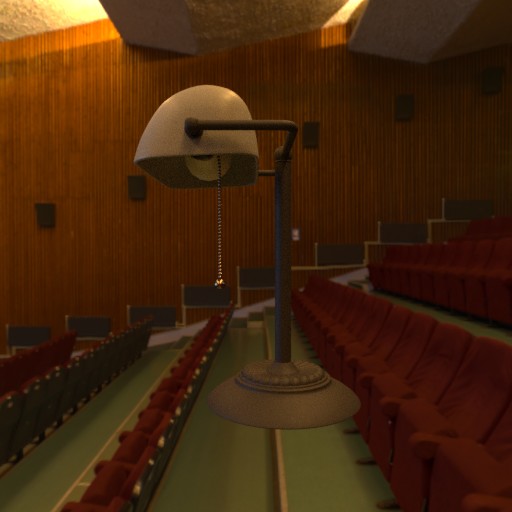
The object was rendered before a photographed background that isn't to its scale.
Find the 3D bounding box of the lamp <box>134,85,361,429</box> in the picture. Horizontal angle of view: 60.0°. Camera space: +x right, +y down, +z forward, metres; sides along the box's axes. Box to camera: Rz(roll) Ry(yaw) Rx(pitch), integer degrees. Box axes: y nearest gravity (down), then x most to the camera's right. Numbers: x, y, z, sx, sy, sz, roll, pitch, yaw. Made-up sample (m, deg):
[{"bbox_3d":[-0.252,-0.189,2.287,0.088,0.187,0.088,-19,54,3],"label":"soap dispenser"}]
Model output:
[{"bbox_3d":[0.000,0.000,0.522,0.243,0.339,0.264,0,1,0],"label":"lamp"}]
